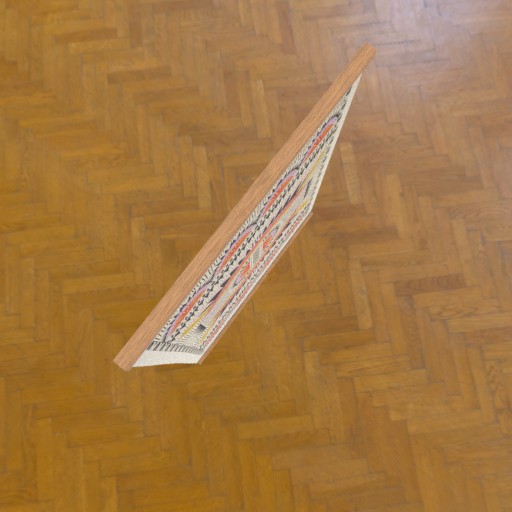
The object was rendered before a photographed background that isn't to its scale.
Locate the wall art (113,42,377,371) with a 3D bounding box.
[{"bbox_3d":[0.000,0.000,1.296,0.028,1.016,0.765,36,79,8],"label":"wall art"}]
